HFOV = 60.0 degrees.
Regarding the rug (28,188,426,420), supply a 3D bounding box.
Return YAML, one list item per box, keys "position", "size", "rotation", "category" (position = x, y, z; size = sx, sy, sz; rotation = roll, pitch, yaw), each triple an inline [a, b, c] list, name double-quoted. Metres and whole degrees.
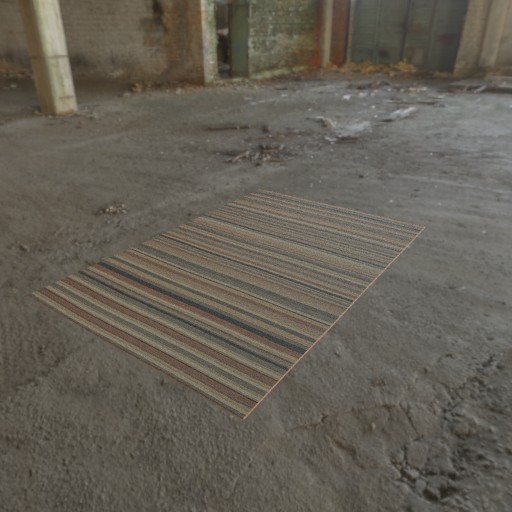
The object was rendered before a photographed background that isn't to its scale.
- position: [0.000, 0.000, 2.333]
  size: [1.219, 0.008, 1.829]
  rotation: [18, 32, 31]
  category: "rug"
